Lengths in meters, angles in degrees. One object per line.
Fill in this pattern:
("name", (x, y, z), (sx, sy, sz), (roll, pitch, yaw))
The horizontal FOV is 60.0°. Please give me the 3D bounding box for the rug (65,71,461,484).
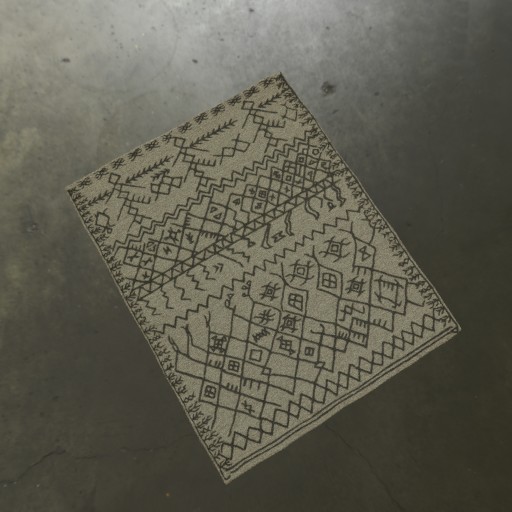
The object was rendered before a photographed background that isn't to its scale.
("rug", (0.000, 0.000, 3.262), (1.964, 0.025, 2.455), (-31, 79, -7))
